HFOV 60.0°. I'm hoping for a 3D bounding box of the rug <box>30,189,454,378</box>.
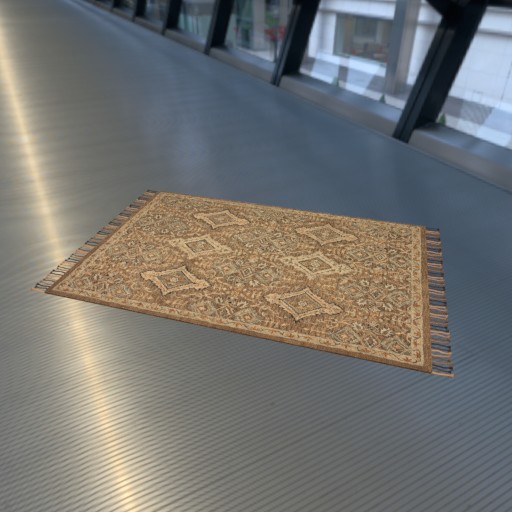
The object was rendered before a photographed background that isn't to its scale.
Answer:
[{"bbox_3d":[0.000,0.000,3.028,2.434,0.010,1.516,9,34,14],"label":"rug"}]
